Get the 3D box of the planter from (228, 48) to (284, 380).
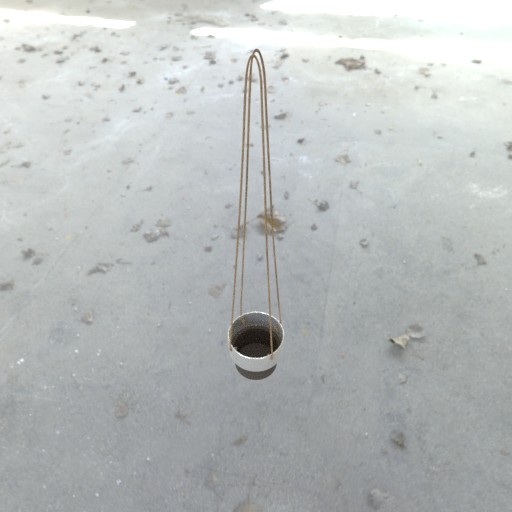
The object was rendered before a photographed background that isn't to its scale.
[{"bbox_3d":[0.000,0.000,1.188,0.187,1.073,0.187,10,47,9],"label":"planter"}]
